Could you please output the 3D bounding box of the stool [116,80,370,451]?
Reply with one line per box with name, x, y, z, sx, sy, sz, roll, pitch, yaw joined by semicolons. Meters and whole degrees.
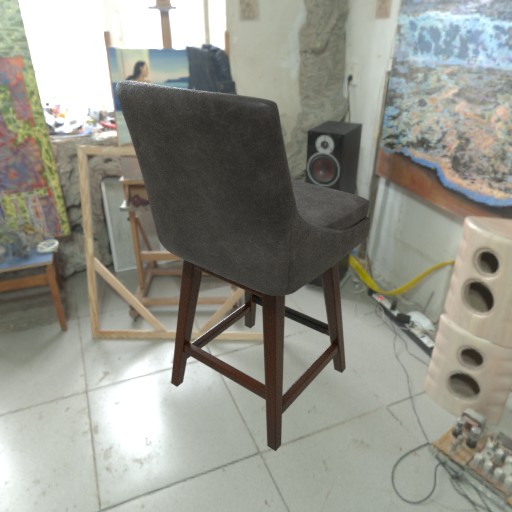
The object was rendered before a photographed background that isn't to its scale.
stool;0.000;0.000;1.379;0.492;1.046;0.587;20;35;32
